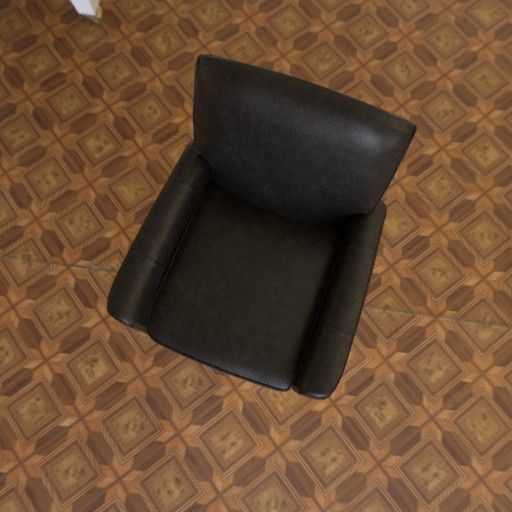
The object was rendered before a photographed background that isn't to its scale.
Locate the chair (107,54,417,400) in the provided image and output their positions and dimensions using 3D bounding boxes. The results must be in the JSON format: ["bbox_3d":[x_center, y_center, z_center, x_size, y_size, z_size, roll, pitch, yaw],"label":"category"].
[{"bbox_3d":[0.000,0.000,1.639,0.848,1.014,0.864,20,76,5],"label":"chair"}]
